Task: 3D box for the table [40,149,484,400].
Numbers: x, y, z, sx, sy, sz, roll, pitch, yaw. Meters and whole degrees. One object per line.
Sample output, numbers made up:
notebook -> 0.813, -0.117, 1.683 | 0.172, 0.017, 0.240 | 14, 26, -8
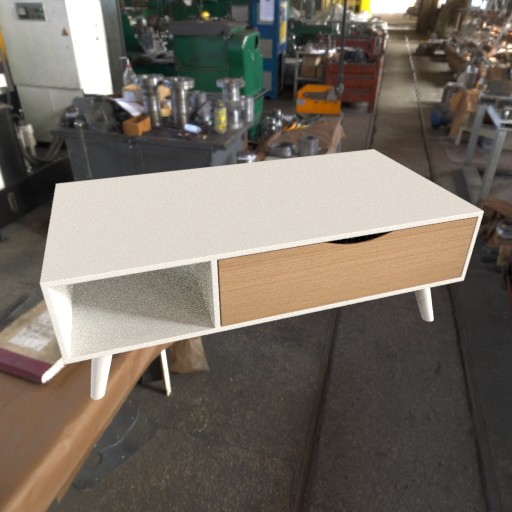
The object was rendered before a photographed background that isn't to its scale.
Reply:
table -> 0.000, 0.000, 1.487 | 1.194, 0.432, 0.609 | -10, 32, -15
